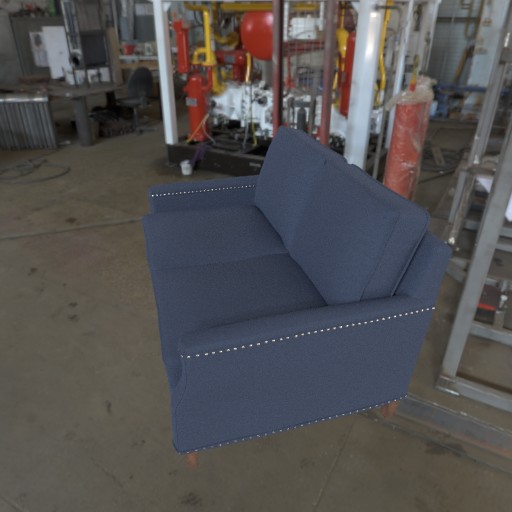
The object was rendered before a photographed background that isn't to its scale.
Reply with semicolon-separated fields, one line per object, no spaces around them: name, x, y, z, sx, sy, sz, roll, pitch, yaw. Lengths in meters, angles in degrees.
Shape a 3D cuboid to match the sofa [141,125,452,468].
sofa;0.000;0.000;2.274;1.084;1.003;1.597;-8;30;-14
